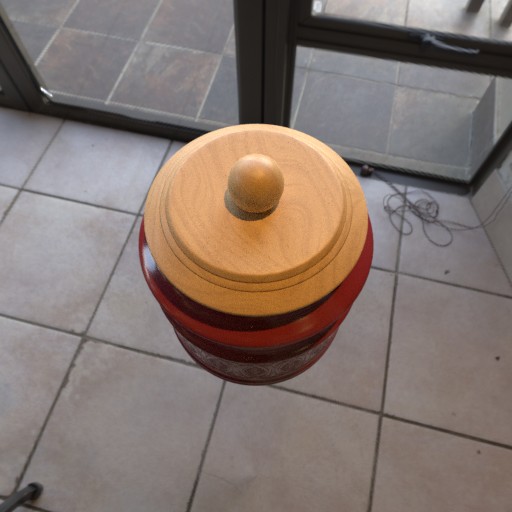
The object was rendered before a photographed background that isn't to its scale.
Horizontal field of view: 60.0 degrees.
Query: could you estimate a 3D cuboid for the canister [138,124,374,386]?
[{"bbox_3d":[0.000,0.000,0.272,0.130,0.176,0.130,0,64,0],"label":"canister"}]
